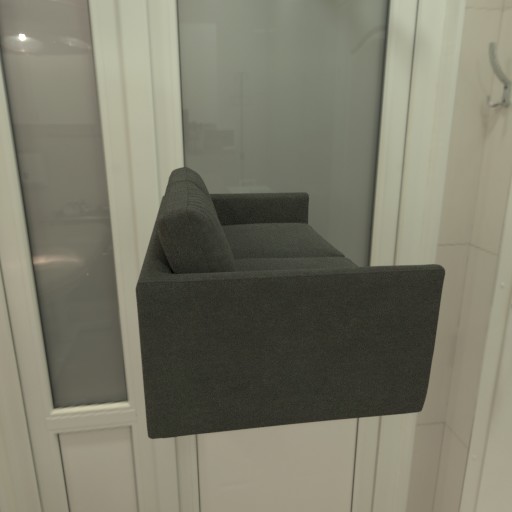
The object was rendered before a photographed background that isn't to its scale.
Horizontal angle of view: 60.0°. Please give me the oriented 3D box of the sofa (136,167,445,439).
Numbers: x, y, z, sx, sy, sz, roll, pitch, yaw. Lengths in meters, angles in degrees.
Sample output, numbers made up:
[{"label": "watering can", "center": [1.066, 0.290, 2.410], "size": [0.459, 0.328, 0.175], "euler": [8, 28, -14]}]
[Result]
[{"label": "sofa", "center": [0.000, 0.000, 2.461], "size": [1.091, 0.845, 1.909], "euler": [-3, 17, -9]}]
